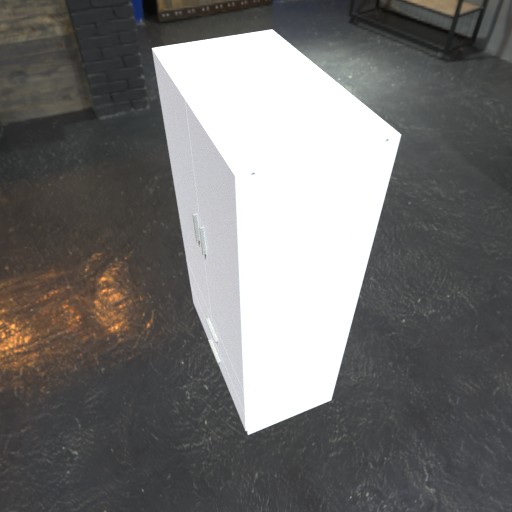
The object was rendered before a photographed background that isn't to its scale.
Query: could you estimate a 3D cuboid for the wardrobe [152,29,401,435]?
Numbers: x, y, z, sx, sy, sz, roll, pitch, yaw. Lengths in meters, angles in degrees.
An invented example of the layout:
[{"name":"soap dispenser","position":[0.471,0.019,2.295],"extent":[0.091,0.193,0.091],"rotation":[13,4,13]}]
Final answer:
[{"name":"wardrobe","position":[0.000,0.000,2.282],"extent":[0.577,1.808,0.991],"rotation":[-17,48,-16]}]
